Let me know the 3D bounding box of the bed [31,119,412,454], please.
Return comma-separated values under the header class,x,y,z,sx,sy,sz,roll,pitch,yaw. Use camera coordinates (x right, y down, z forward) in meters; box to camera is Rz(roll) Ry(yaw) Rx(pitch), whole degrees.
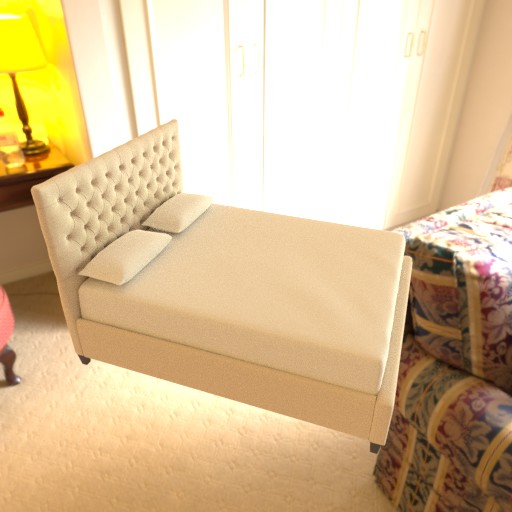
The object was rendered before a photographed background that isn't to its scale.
class,x,y,z,sx,sy,sz,roll,pitch,yaw
bed,0.000,0.000,3.285,2.233,1.426,1.696,11,33,17
